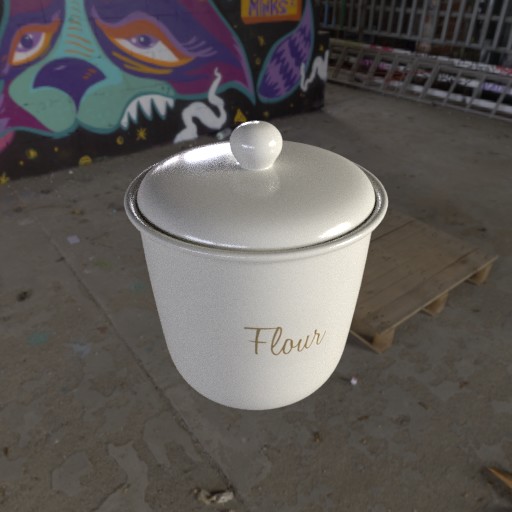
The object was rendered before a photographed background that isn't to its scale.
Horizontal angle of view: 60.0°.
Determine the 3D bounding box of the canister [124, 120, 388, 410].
[{"bbox_3d":[0.000,0.000,0.346,0.182,0.208,0.182,0,33,0],"label":"canister"}]
